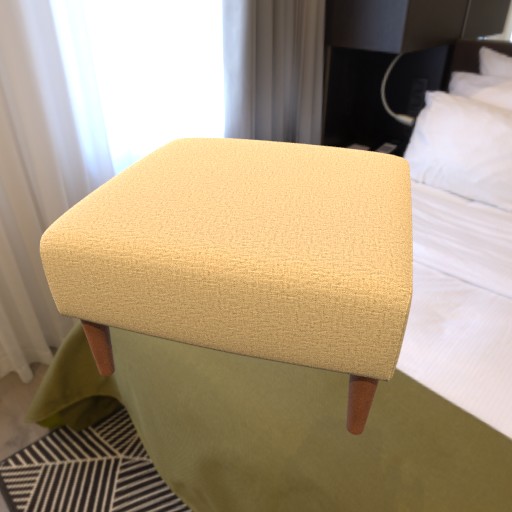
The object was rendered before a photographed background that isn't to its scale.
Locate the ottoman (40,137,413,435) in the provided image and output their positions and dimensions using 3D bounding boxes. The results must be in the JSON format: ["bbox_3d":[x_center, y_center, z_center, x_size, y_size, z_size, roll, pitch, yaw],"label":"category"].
[{"bbox_3d":[0.000,0.000,1.045,0.650,0.398,0.649,8,33,13],"label":"ottoman"}]
